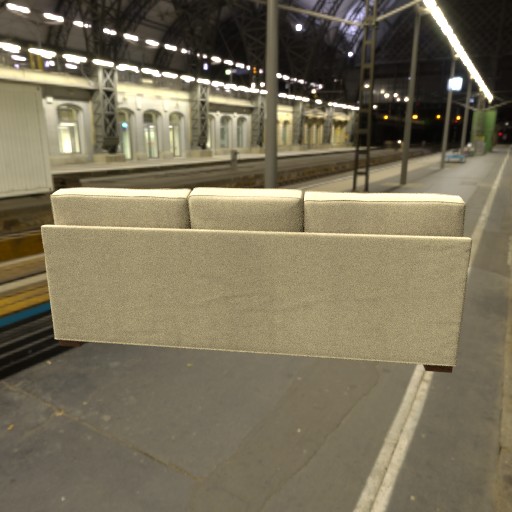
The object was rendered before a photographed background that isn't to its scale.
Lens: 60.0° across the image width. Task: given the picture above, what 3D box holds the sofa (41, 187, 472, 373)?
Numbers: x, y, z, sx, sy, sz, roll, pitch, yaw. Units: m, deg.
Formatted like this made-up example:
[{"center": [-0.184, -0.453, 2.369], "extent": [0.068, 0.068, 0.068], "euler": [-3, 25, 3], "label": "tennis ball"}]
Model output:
[{"center": [0.000, 0.000, 2.607], "extent": [2.093, 0.862, 0.936], "euler": [2, 15, 8], "label": "sofa"}]
